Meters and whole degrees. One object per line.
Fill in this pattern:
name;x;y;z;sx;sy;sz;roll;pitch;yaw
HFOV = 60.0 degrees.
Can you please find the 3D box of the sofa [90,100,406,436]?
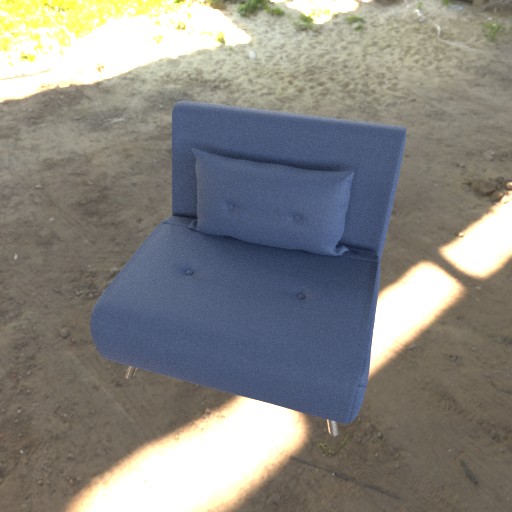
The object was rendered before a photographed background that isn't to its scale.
sofa;0.000;0.000;1.792;0.999;0.860;0.996;11;42;13
